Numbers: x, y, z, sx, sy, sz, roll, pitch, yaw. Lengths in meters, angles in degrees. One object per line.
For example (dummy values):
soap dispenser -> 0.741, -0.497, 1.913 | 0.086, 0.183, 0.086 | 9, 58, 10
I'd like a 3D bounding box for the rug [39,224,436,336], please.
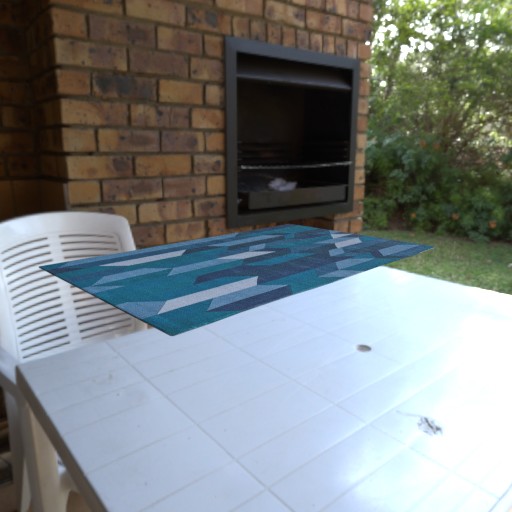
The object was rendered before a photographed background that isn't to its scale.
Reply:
rug -> 0.000, 0.000, 3.132 | 2.420, 0.005, 1.528 | -13, 18, -43
